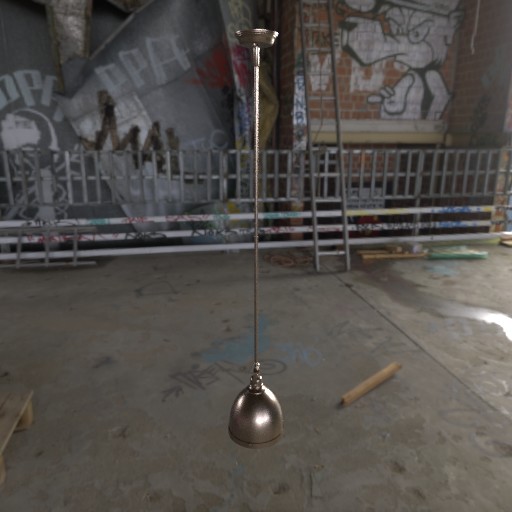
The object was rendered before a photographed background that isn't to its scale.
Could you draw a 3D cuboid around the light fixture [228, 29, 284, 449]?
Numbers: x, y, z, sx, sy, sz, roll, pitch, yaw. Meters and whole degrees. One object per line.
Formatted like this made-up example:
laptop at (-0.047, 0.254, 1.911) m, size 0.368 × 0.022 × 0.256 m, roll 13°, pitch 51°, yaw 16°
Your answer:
light fixture at (0.000, 0.000, 1.497) m, size 0.211 × 1.367 × 0.217 m, roll 2°, pitch 15°, yaw 9°
